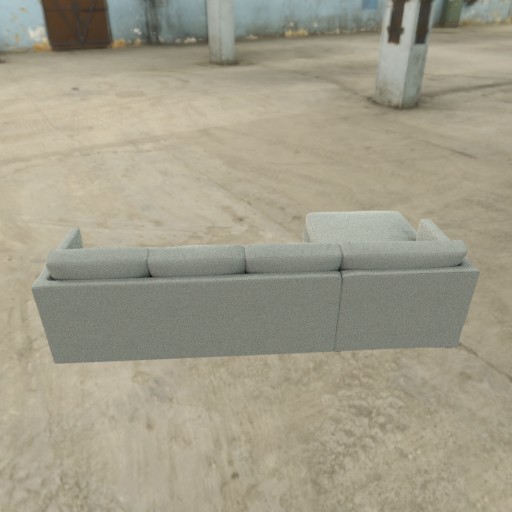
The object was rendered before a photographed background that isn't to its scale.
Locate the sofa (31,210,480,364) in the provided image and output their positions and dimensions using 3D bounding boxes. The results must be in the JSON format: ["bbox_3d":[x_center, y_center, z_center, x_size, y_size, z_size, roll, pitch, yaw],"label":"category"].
[{"bbox_3d":[0.000,0.000,3.948,3.205,0.922,1.650,-2,30,-3],"label":"sofa"}]
